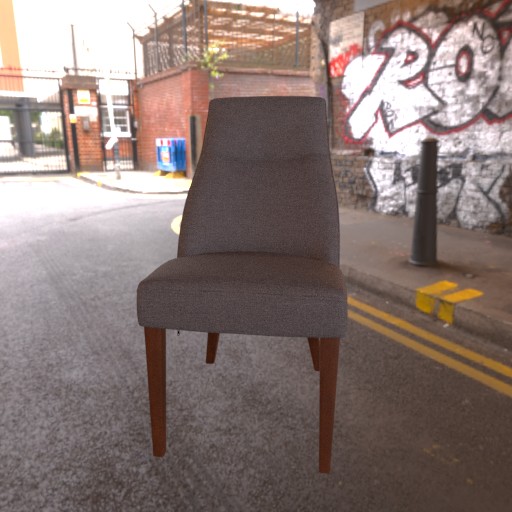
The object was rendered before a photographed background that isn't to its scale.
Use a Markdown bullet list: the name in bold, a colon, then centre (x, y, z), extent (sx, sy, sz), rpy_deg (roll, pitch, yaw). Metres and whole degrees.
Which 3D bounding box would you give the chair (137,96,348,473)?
- **chair**: centre (0.000, 0.000, 1.294), extent (0.500, 0.930, 0.620), rpy_deg (2, 15, 8)
